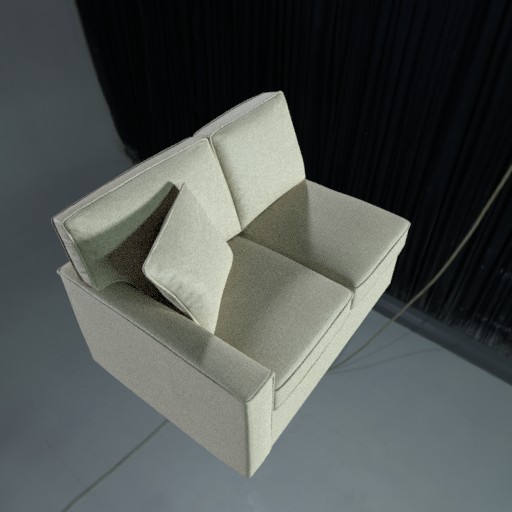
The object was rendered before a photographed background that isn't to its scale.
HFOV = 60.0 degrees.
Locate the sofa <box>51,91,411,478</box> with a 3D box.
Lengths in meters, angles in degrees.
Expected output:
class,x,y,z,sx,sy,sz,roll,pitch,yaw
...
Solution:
class,x,y,z,sx,sy,sz,roll,pitch,yaw
sofa,0.000,0.000,2.057,0.991,0.989,1.388,26,48,26
